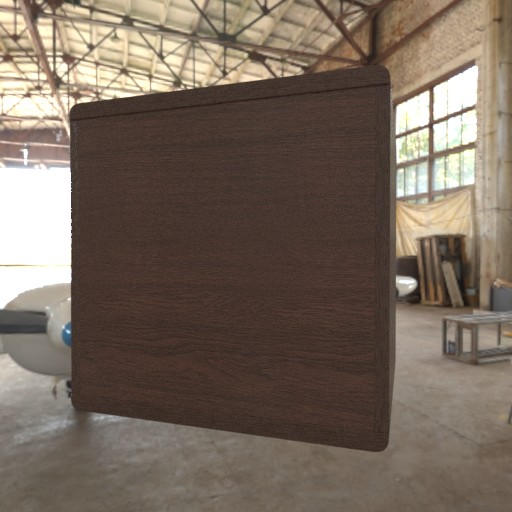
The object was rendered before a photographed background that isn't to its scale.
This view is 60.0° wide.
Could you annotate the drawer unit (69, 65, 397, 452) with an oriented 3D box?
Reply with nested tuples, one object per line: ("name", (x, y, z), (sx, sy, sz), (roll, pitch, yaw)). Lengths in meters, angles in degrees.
("drawer unit", (0.000, 0.000, 0.580), (0.344, 0.344, 0.290), (0, 1, 19))
